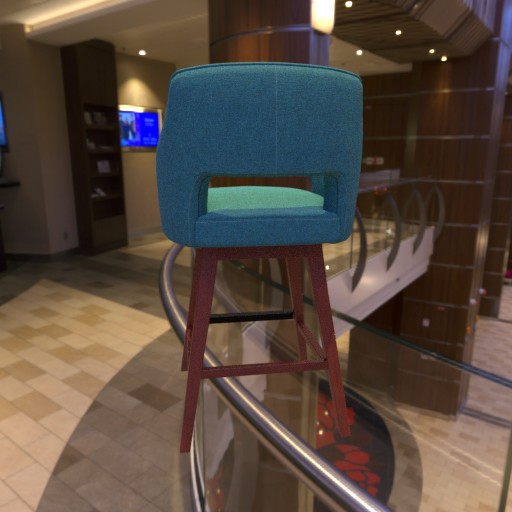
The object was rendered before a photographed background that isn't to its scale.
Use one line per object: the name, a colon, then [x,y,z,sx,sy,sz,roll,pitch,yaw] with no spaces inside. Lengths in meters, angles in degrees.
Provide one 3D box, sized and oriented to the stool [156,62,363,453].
stool: [0.000,0.000,1.295,0.548,0.961,0.556,-2,14,-9]
